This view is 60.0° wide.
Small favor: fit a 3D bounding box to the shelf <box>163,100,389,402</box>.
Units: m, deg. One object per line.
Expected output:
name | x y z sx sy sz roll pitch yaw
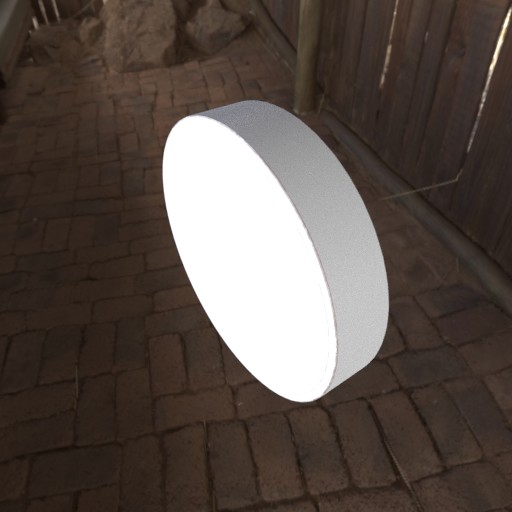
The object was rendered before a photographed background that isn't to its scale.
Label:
shelf | 0.000 0.000 1.237 0.158 0.807 0.806 -25 47 -26
